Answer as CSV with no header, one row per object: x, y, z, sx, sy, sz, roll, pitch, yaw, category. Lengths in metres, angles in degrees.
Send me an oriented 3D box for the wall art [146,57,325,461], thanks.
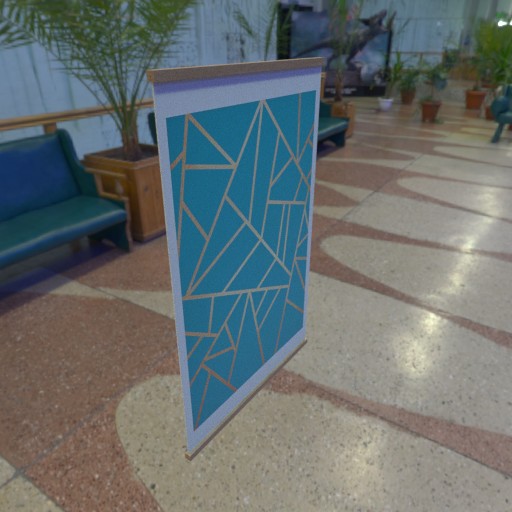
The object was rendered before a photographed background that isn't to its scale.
0.000,0.000,1.895,0.030,1.519,0.990,18,31,31,wall art
